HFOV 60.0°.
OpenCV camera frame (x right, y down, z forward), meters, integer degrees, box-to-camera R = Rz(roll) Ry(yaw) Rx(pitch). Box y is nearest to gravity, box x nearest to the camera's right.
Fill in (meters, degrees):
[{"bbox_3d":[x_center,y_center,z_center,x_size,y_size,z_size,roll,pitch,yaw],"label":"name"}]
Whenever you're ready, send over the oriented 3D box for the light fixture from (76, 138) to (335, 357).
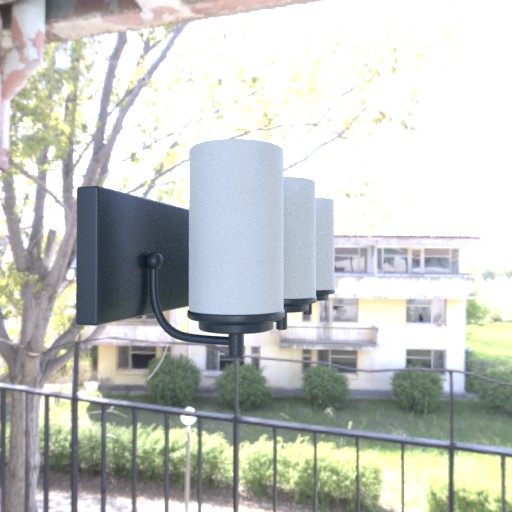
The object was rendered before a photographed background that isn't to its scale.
[{"bbox_3d":[0.000,0.000,0.530,0.145,0.172,0.451,0,-1,18],"label":"light fixture"}]
